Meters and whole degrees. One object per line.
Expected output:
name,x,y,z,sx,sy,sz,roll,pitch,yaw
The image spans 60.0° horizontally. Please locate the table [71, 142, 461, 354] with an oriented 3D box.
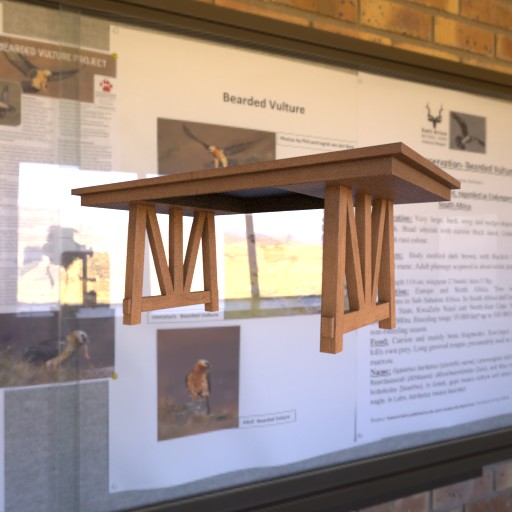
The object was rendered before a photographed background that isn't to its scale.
table,0.000,0.000,2.424,1.881,0.768,1.016,0,0,35
